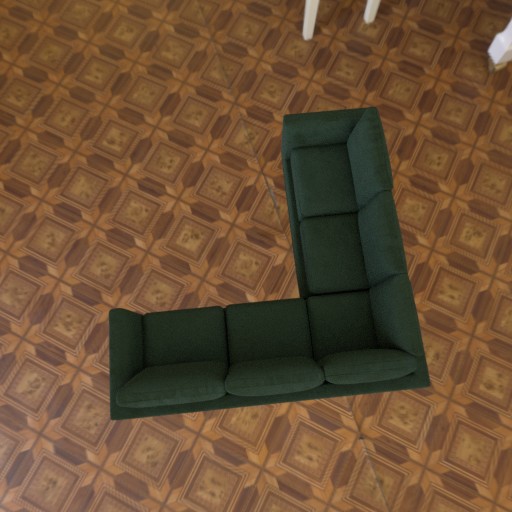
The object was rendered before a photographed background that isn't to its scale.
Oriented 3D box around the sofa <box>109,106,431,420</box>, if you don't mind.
[{"bbox_3d":[0.000,0.000,3.907,2.452,1.004,2.468,-6,75,-2],"label":"sofa"}]
